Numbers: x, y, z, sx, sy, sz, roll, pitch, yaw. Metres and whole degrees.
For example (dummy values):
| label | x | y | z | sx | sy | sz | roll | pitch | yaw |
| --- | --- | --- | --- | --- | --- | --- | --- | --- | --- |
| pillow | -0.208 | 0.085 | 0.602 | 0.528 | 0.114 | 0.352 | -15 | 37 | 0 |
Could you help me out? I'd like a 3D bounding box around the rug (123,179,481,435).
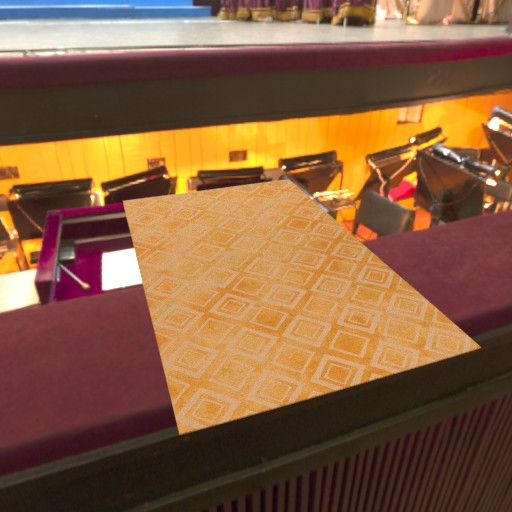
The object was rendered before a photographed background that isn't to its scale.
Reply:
| label | x | y | z | sx | sy | sz | roll | pitch | yaw |
| --- | --- | --- | --- | --- | --- | --- | --- | --- | --- |
| rug | 0.000 | 0.000 | 2.955 | 1.511 | 0.010 | 2.424 | -10 | 32 | -17 |
